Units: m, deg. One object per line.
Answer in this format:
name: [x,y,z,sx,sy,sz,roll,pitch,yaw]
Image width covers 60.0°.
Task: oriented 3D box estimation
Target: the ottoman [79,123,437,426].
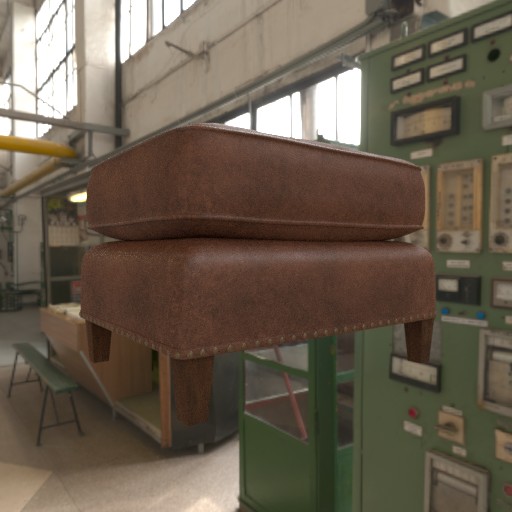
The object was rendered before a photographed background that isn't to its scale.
ottoman: [0.000,0.000,1.139,0.738,0.537,0.589,-1,1,-37]
